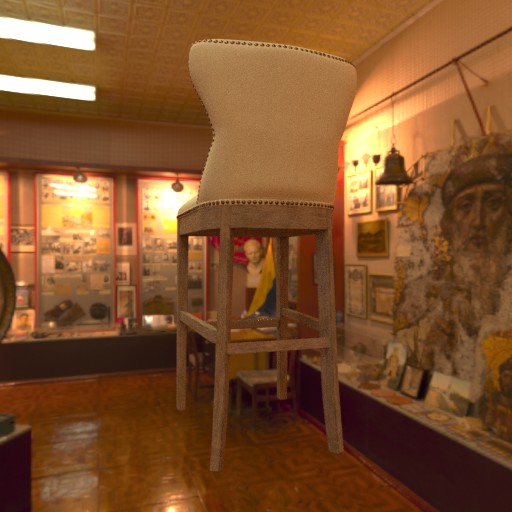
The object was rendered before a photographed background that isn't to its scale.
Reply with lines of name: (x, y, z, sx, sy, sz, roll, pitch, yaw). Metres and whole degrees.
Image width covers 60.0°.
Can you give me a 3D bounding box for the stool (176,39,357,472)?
stool: (0.000, 0.000, 1.418, 0.494, 1.123, 0.606, 0, 0, -18)
